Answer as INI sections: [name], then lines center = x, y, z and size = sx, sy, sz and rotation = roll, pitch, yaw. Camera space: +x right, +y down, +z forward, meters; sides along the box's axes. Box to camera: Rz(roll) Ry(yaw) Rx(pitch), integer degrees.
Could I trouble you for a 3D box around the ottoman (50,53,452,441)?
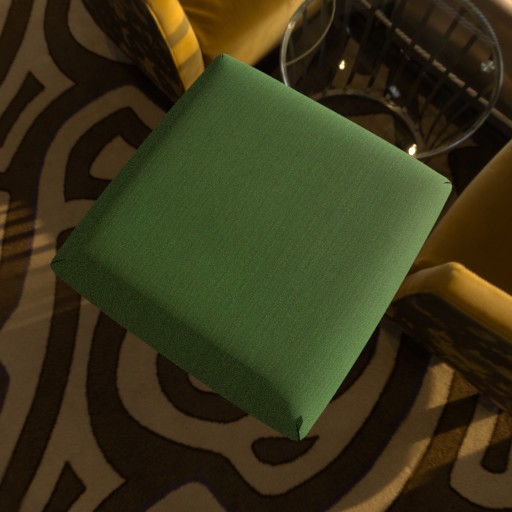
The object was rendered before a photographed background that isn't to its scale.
[ottoman]
center = 0.000, 0.000, 0.911
size = 0.497, 0.475, 0.507
rotation = 33, 77, 9
